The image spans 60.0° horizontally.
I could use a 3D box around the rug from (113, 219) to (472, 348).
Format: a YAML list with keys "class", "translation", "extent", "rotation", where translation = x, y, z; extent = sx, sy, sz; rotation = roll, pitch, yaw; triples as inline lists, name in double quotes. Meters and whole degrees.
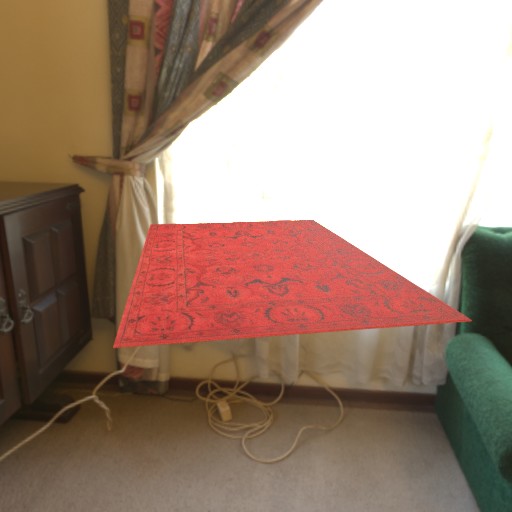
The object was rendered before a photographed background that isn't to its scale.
- class: "rug"
  translation: [0.000, 0.000, 2.992]
  extent: [1.534, 0.010, 2.423]
  rotation: [-3, 16, -9]
